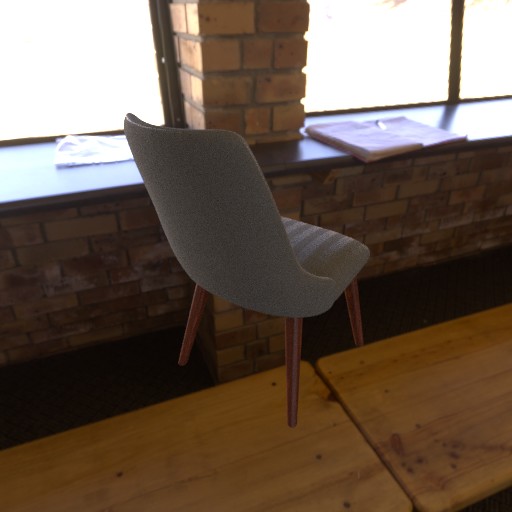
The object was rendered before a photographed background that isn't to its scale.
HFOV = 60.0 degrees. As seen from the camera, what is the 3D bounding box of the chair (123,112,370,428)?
[{"bbox_3d":[0.000,0.000,1.349,0.535,0.918,0.707,20,35,31],"label":"chair"}]
